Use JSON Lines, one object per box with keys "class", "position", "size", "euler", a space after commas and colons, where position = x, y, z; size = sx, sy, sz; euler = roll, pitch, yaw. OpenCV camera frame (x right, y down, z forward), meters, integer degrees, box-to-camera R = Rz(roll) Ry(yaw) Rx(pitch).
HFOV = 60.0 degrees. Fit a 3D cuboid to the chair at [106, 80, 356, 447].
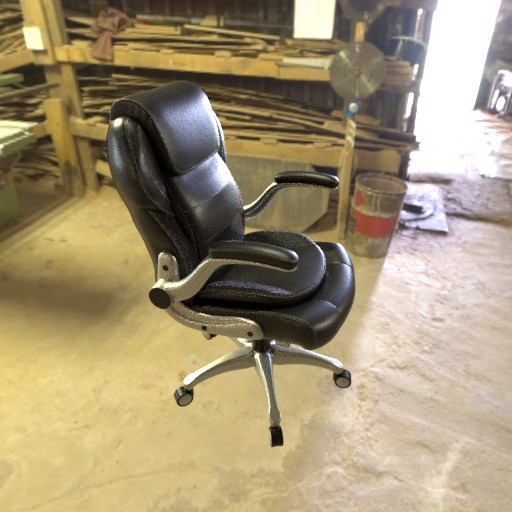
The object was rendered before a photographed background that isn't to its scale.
{"class": "chair", "position": [0.000, 0.000, 1.629], "size": [0.801, 1.141, 0.724], "euler": [10, 31, 16]}
